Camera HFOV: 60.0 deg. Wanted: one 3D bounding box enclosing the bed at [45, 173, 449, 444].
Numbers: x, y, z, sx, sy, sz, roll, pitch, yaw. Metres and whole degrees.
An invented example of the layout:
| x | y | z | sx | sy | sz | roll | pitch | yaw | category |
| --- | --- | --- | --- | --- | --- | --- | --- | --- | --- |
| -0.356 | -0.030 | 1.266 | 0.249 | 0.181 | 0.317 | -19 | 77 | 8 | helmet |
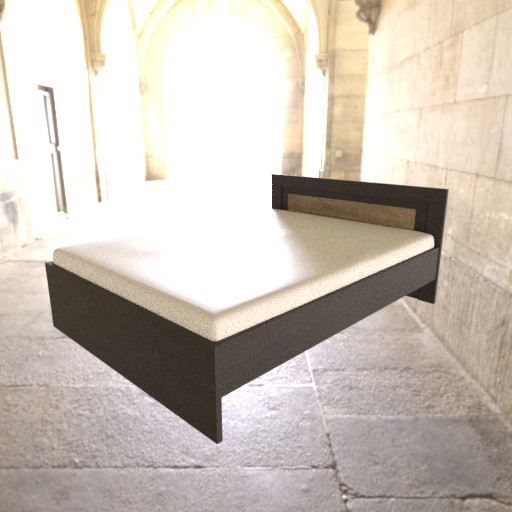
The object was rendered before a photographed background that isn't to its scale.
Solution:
| x | y | z | sx | sy | sz | roll | pitch | yaw | category |
| --- | --- | --- | --- | --- | --- | --- | --- | --- | --- |
| 0.000 | 0.000 | 2.896 | 1.585 | 0.823 | 2.073 | 15 | 22 | 42 | bed |
